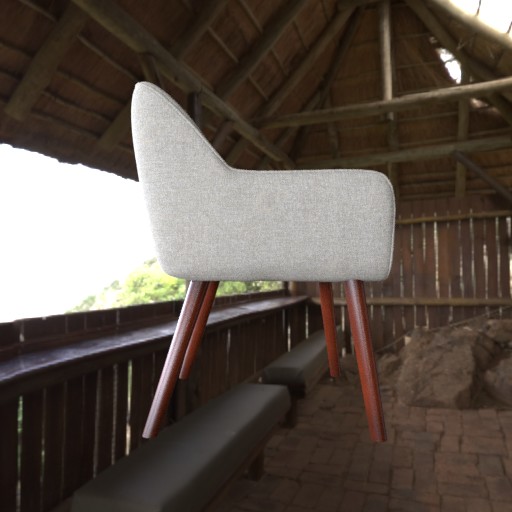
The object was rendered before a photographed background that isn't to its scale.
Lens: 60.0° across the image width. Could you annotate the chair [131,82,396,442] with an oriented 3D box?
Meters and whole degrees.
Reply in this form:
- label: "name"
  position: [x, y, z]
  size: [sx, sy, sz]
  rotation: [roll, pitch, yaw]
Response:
- label: "chair"
  position: [0.000, 0.000, 1.245]
  size: [0.610, 0.813, 0.610]
  rotation: [0, 0, 0]
